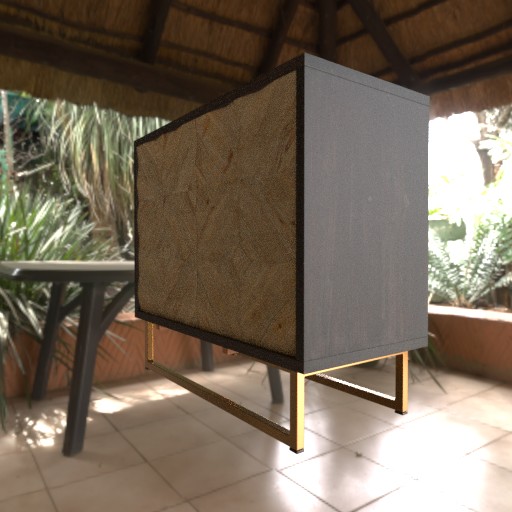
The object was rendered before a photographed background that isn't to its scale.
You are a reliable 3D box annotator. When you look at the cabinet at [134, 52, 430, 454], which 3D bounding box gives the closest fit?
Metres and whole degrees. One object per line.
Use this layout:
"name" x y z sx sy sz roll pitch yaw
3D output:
"cabinet" 0.000 0.000 1.438 0.451 0.860 0.950 -1 1 -36
